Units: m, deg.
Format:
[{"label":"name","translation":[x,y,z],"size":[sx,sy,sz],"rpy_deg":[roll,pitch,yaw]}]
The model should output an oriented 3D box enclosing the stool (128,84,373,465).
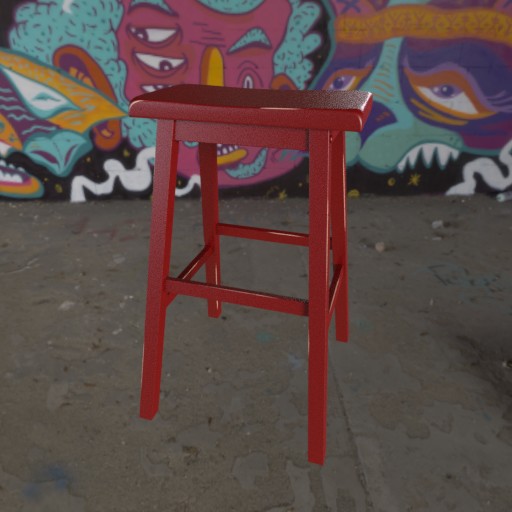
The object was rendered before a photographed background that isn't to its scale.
[{"label":"stool","translation":[0.000,0.000,1.065],"size":[0.457,0.737,0.476],"rpy_deg":[8,29,15]}]
